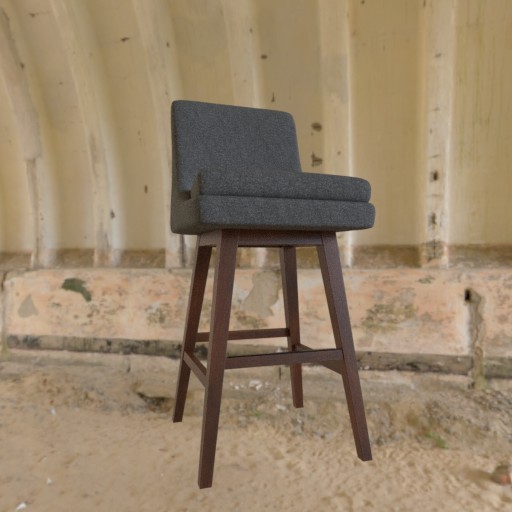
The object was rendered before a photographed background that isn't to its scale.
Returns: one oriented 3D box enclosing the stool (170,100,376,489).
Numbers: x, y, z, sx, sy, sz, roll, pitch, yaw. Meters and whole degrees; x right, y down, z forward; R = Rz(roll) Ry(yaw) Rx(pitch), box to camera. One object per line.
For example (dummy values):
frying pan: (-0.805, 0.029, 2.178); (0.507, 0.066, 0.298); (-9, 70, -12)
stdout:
stool: (0.000, 0.000, 1.335); (0.489, 1.068, 0.572); (0, 0, -19)
